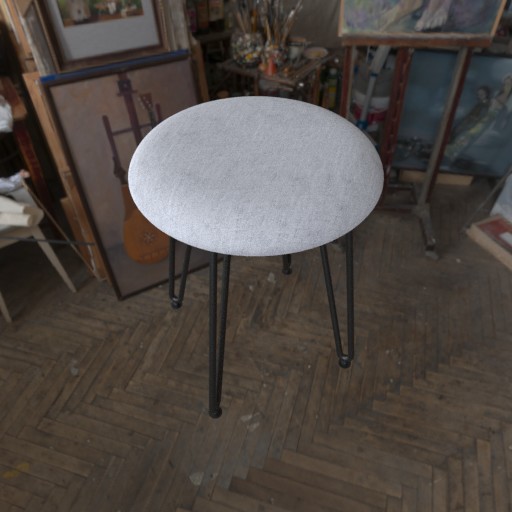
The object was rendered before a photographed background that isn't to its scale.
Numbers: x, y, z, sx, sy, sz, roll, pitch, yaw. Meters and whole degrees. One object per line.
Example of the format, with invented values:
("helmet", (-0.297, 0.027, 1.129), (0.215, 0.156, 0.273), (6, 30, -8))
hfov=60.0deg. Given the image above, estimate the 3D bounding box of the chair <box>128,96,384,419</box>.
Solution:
("chair", (0.000, 0.000, 0.659), (0.350, 0.386, 0.350), (17, 47, 16))
